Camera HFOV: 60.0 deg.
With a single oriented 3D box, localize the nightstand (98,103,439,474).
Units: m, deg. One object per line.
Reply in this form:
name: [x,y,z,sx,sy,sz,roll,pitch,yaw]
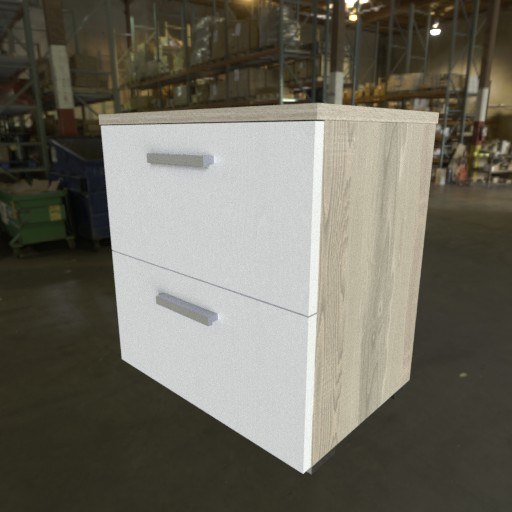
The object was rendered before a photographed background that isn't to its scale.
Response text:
nightstand: [0.000,0.000,0.753,0.442,0.461,0.325,14,21,41]
